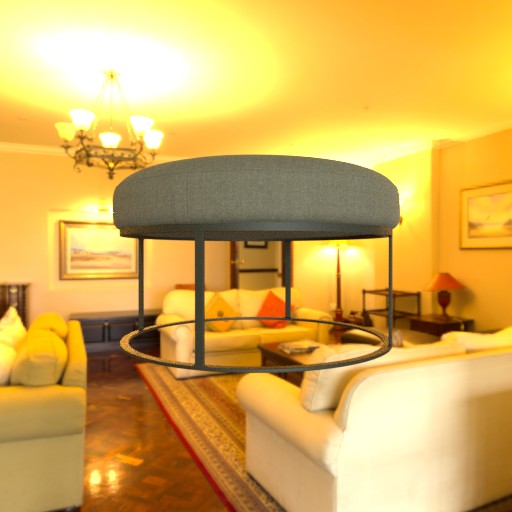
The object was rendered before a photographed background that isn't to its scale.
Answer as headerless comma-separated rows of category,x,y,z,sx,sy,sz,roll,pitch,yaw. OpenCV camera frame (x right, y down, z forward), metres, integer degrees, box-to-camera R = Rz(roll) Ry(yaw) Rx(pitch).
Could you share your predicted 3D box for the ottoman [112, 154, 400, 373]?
ottoman,0.000,0.000,1.241,0.772,0.460,0.772,0,0,0
